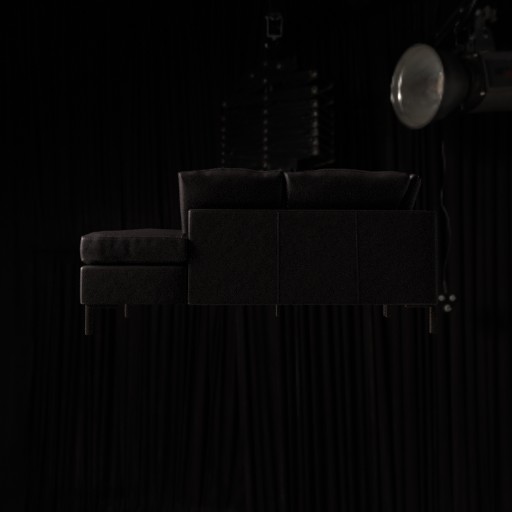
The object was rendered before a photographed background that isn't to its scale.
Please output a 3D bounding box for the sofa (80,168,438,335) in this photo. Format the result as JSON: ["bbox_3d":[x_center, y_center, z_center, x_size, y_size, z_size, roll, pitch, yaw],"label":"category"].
[{"bbox_3d":[0.000,0.000,3.818,1.939,0.900,2.956,0,-1,-1],"label":"sofa"}]
